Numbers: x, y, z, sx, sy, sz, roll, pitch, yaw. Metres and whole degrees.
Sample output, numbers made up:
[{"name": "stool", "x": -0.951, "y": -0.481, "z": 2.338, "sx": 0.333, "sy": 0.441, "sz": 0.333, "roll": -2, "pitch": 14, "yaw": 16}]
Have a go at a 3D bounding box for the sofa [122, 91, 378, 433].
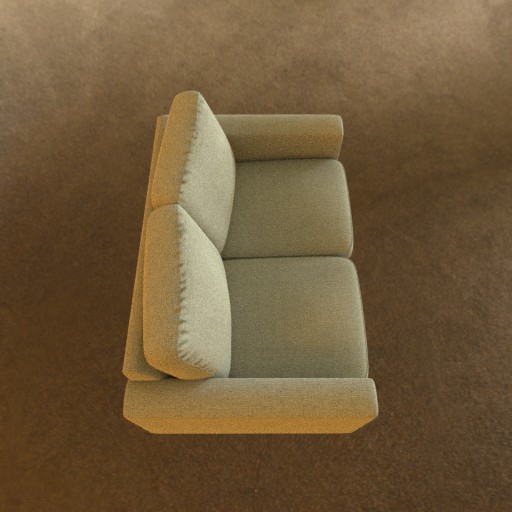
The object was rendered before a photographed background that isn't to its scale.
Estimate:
[{"name": "sofa", "x": 0.000, "y": 0.000, "z": 1.983, "sx": 0.917, "sy": 0.873, "sz": 1.420, "roll": 0, "pitch": 62, "yaw": 0}]
